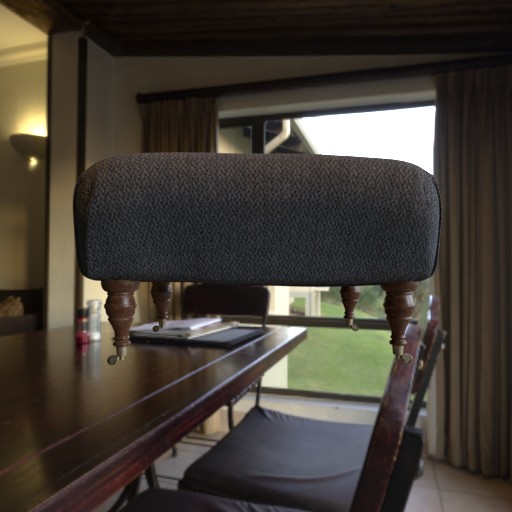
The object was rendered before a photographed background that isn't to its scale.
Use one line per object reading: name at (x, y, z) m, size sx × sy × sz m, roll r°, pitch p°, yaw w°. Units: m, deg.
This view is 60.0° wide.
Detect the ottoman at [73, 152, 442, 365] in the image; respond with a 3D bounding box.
ottoman at (0.000, 0.000, 1.135) m, size 0.747 × 0.450 × 0.622 m, roll 0°, pitch -1°, yaw -1°
